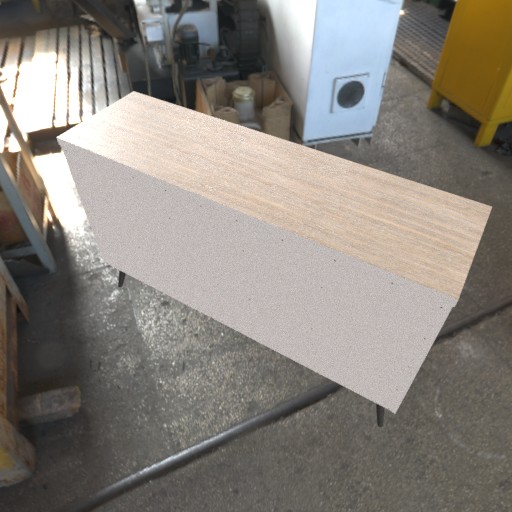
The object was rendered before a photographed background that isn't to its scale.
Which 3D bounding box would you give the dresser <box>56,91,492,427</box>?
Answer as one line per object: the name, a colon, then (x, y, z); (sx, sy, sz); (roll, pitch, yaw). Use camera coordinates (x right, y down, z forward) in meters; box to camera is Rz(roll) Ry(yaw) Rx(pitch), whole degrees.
dresser: (0.000, 0.000, 1.907); (1.524, 0.914, 0.457); (24, 51, 21)
